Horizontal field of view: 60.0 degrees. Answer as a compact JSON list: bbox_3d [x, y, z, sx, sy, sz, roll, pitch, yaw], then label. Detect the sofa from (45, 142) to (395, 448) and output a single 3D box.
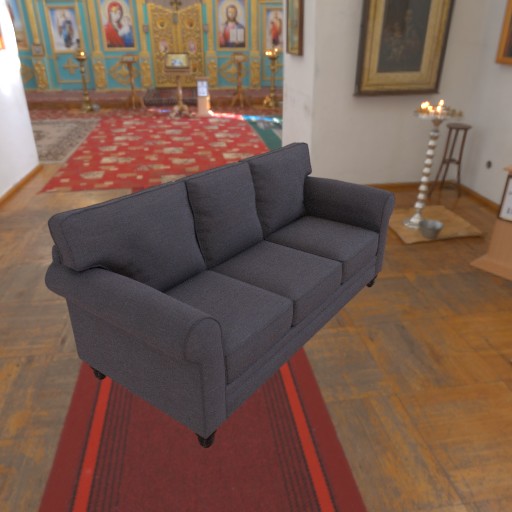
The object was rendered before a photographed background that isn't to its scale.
[{"bbox_3d":[0.000,0.000,2.599,0.909,0.966,2.084,17,30,32],"label":"sofa"}]
